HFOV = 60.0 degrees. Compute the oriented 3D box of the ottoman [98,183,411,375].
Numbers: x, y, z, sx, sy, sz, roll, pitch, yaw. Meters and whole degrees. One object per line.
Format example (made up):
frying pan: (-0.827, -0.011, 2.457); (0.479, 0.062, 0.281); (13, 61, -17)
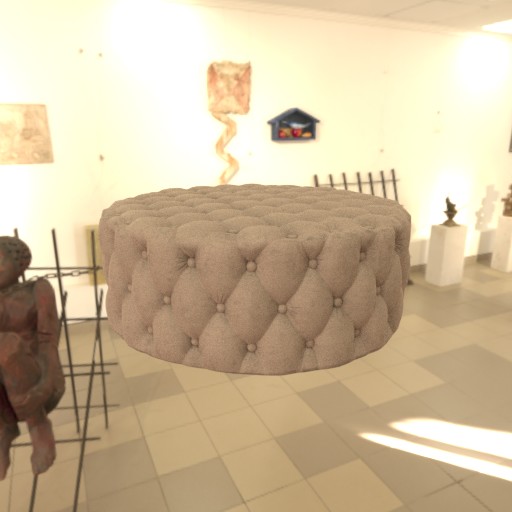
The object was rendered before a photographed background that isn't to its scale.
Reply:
ottoman: (0.000, 0.000, 1.507); (0.998, 0.399, 0.998); (0, 16, 0)
